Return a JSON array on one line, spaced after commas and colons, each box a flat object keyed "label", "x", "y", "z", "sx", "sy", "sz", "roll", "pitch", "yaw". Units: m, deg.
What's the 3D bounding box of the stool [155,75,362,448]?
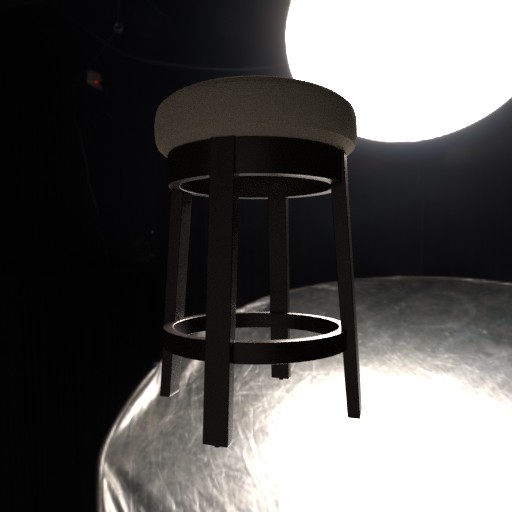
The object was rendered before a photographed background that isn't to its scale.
[{"label": "stool", "x": 0.000, "y": 0.000, "z": 0.965, "sx": 0.449, "sy": 0.655, "sz": 0.449, "roll": 0, "pitch": 1, "yaw": 0}]
